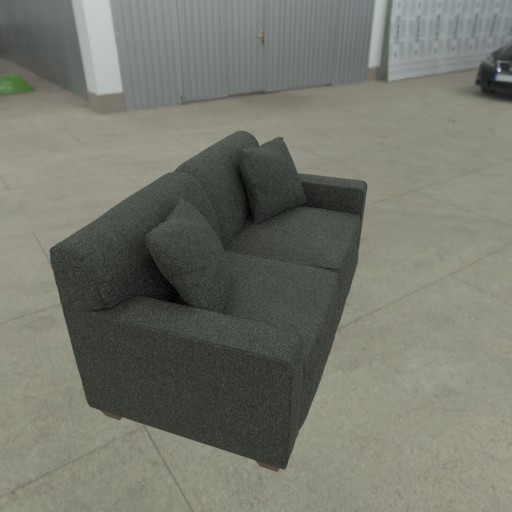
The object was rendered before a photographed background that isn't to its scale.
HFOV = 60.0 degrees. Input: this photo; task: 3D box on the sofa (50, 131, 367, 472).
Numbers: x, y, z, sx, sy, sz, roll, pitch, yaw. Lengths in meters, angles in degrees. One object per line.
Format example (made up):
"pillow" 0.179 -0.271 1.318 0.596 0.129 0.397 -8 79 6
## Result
"sofa" 0.000 0.000 2.425 0.998 0.958 1.846 10 31 17
